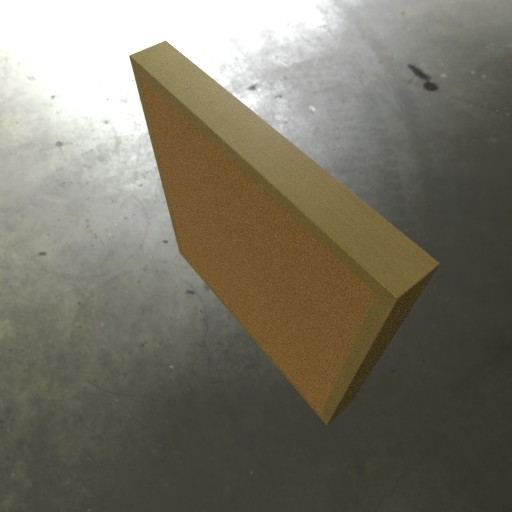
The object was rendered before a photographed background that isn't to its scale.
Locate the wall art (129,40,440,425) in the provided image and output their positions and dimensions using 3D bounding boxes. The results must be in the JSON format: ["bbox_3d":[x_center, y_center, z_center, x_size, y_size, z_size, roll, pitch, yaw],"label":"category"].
[{"bbox_3d":[0.000,0.000,0.451,0.038,0.305,0.305,-34,63,-20],"label":"wall art"}]
